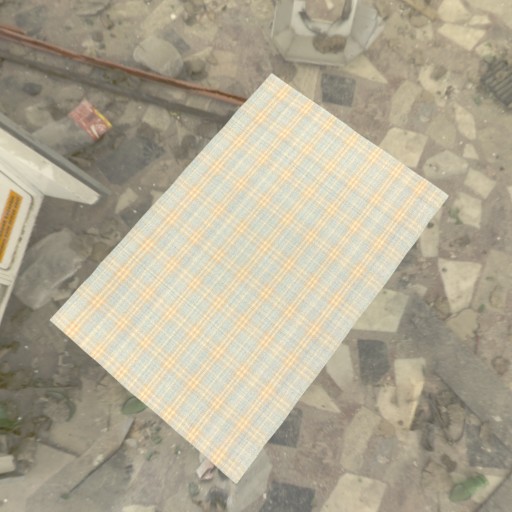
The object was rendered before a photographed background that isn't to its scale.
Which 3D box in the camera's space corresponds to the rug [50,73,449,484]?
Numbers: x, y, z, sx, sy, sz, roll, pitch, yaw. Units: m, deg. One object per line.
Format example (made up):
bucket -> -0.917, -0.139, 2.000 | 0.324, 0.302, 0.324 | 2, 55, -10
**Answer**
rug -> 0.000, 0.000, 2.324 | 1.231, 0.012, 1.835 | 38, 79, 8
